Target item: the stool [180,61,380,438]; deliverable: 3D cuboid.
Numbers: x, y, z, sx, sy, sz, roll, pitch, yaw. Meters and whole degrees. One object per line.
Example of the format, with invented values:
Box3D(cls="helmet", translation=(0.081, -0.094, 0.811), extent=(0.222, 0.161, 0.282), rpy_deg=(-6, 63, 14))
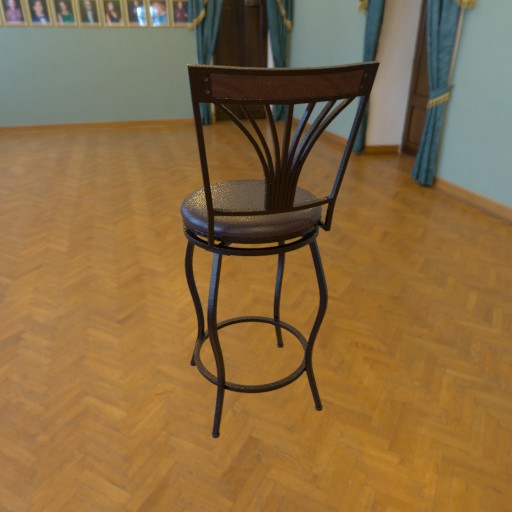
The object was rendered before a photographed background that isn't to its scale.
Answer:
Box3D(cls="stool", translation=(0.000, 0.000, 1.369), extent=(0.433, 1.117, 0.514), rpy_deg=(-8, 28, -16))
